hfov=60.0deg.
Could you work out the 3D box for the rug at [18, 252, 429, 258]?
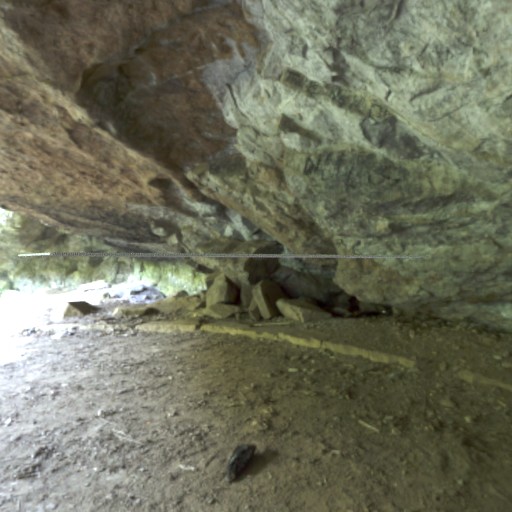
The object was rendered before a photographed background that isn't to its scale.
[{"bbox_3d":[0.000,0.000,1.989,1.824,0.009,0.562,0,-1,-36],"label":"rug"}]
